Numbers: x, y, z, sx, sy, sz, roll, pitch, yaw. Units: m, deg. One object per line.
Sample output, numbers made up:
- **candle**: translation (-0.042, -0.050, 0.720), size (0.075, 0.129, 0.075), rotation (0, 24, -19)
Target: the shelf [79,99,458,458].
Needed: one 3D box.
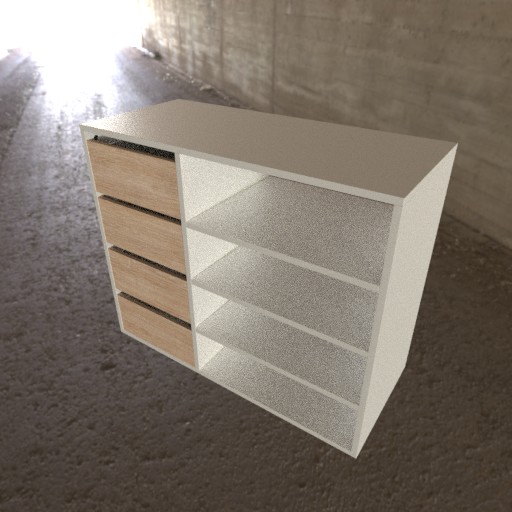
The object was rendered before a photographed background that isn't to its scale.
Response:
- **shelf**: translation (0.000, 0.000, 1.319), size (0.895, 0.732, 0.396), rotation (19, 36, 29)
